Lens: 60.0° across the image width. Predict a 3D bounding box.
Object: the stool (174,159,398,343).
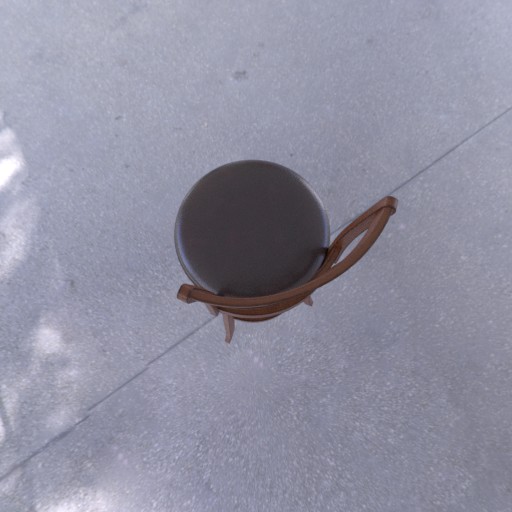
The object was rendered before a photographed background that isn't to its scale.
[{"bbox_3d":[0.000,0.000,1.431,0.464,1.177,0.503,-23,75,-6],"label":"stool"}]
